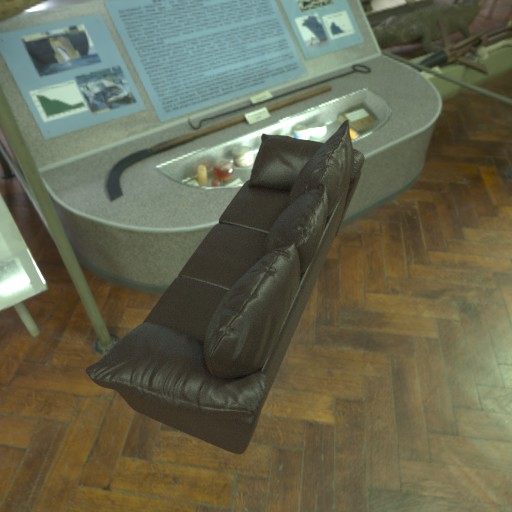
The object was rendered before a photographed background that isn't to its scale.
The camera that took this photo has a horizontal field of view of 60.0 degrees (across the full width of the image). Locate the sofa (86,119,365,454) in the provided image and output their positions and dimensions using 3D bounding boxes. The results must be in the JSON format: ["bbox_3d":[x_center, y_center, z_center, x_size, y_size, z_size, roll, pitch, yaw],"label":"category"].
[{"bbox_3d":[0.000,0.000,2.888,0.907,1.091,2.390,16,47,16],"label":"sofa"}]
